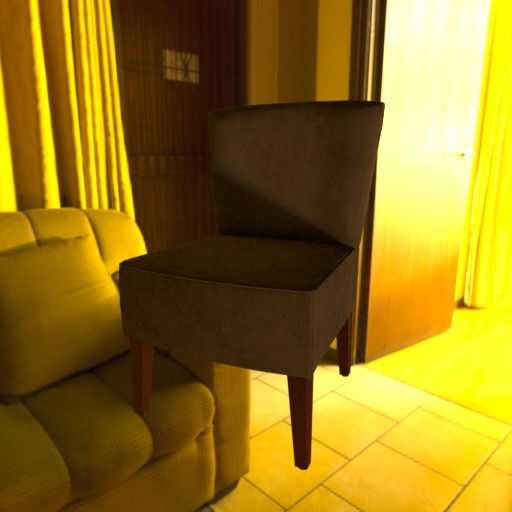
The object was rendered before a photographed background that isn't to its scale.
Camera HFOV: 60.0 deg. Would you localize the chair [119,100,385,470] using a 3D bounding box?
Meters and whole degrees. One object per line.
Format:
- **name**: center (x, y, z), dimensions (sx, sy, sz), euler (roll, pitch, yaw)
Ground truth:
- **chair**: center (0.000, 0.000, 1.160), dimensions (0.521, 0.806, 0.554), euler (6, 15, 26)
